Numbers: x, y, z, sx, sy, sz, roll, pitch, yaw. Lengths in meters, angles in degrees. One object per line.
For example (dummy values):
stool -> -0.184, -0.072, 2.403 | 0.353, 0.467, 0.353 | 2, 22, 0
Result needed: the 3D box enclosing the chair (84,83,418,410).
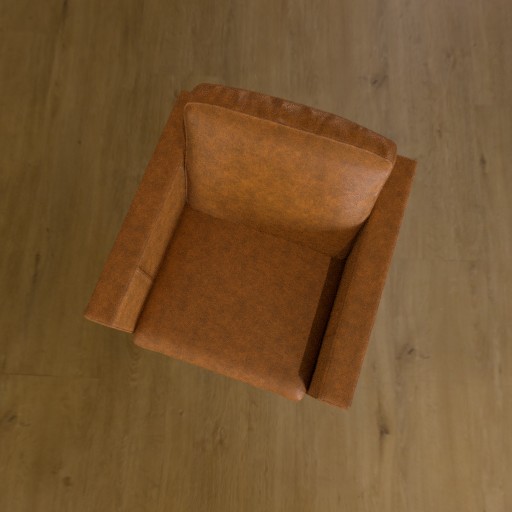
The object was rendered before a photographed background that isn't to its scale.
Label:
chair -> 0.000, 0.000, 1.670 | 0.890, 0.956, 0.909 | 18, 77, 5
